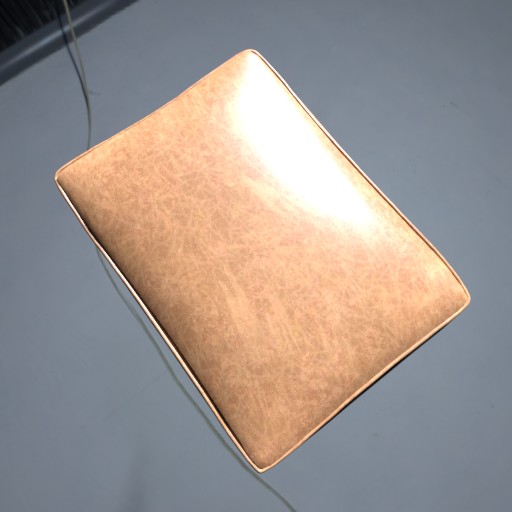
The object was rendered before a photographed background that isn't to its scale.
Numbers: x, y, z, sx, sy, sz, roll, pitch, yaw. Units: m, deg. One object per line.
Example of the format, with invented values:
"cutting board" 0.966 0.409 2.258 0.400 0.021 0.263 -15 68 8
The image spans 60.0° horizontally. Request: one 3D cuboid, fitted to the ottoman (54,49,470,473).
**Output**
"ottoman" 0.000 0.000 1.084 0.554 0.468 0.756 -36 79 -9
